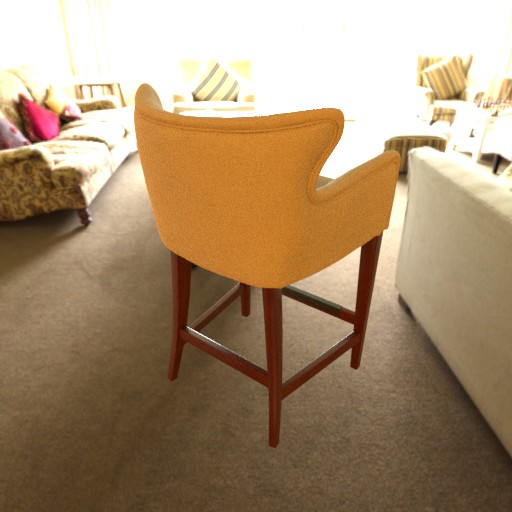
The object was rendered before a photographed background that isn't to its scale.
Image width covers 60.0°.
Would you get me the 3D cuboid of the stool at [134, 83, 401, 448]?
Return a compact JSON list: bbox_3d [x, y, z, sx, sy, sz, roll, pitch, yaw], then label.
[{"bbox_3d":[0.000,0.000,1.323,0.601,0.951,0.570,21,35,33],"label":"stool"}]
